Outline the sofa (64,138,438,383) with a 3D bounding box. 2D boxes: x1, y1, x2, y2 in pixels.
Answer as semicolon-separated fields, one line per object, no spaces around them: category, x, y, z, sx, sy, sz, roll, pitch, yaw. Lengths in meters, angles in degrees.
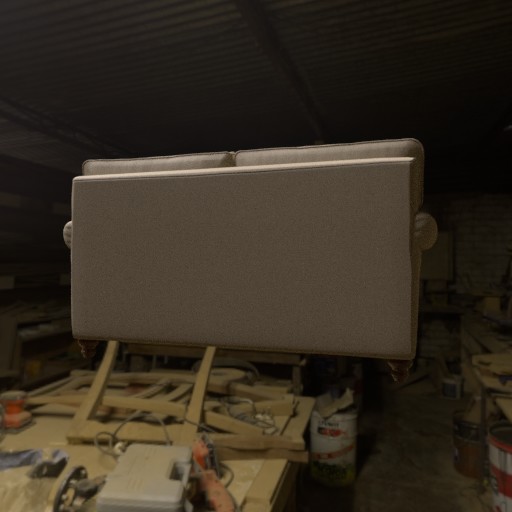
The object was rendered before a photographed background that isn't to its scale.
sofa;0.000;0.000;2.229;1.665;0.937;0.964;0;0;17
